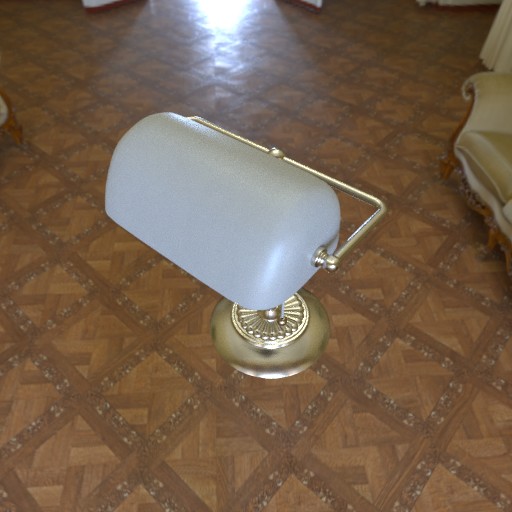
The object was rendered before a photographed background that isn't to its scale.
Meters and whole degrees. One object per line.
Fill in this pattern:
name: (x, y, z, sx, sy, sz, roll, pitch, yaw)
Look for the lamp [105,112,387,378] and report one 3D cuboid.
lamp: (0.000, 0.000, 0.521, 0.264, 0.339, 0.243, 31, 53, 27)
